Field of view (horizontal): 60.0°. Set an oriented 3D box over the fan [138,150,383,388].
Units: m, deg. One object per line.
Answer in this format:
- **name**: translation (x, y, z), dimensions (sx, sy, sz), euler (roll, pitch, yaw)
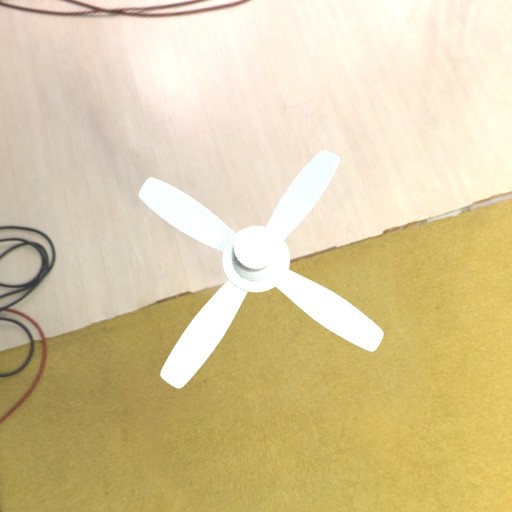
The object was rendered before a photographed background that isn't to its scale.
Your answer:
- **fan**: translation (0.000, 0.000, 2.518), dimensions (1.693, 0.382, 1.694), euler (34, 78, 8)
